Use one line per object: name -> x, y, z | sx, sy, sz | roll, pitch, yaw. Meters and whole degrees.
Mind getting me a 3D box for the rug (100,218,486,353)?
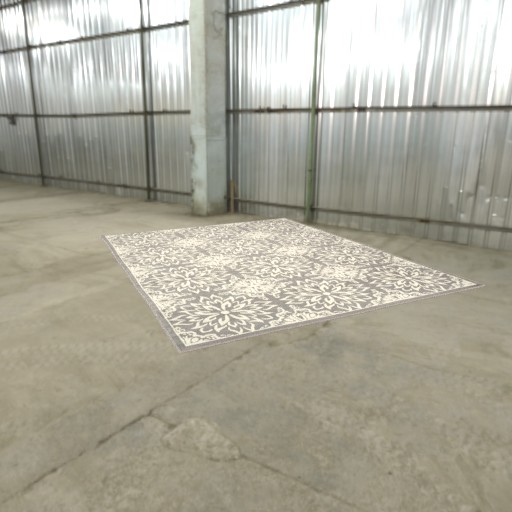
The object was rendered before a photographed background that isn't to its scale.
rug -> 0.000, 0.000, 4.090 | 2.363, 0.012, 2.980 | -8, 17, -25
